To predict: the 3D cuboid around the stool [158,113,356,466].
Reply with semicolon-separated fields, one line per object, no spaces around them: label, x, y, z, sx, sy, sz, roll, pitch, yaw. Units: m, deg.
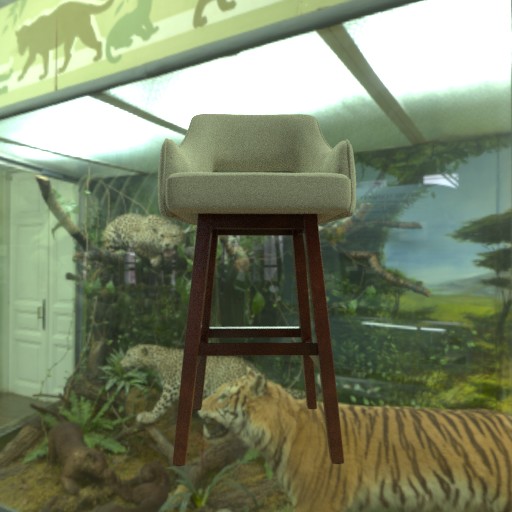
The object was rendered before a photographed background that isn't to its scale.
stool;0.000;0.000;1.354;0.550;1.041;0.560;0;-1;-2
